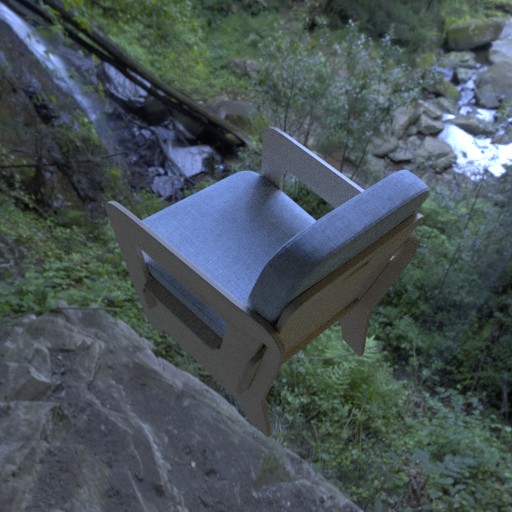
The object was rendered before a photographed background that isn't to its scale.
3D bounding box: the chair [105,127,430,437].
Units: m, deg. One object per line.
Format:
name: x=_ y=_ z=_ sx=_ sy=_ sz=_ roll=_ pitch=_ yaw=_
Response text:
chair: x=0.000 y=0.000 z=1.293 sx=0.590 sy=0.800 sz=0.710 roll=-32 pitch=55 yaw=-26
